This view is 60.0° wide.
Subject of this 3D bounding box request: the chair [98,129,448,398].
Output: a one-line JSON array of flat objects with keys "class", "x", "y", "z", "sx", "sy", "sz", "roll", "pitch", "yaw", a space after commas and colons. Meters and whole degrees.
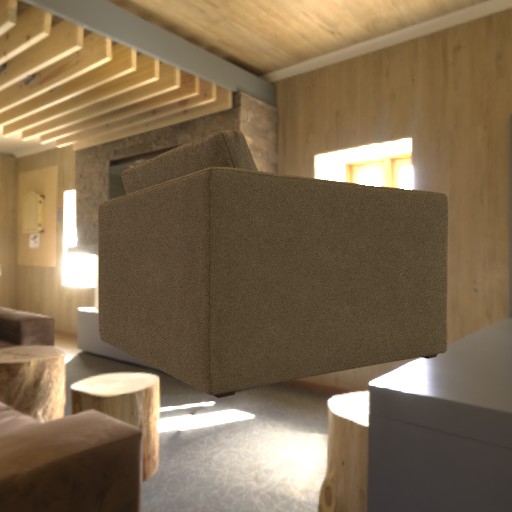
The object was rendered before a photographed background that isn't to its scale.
[{"class": "chair", "x": 0.000, "y": 0.000, "z": 1.939, "sx": 1.091, "sy": 0.845, "sz": 1.190, "roll": 0, "pitch": 0, "yaw": -36}]
